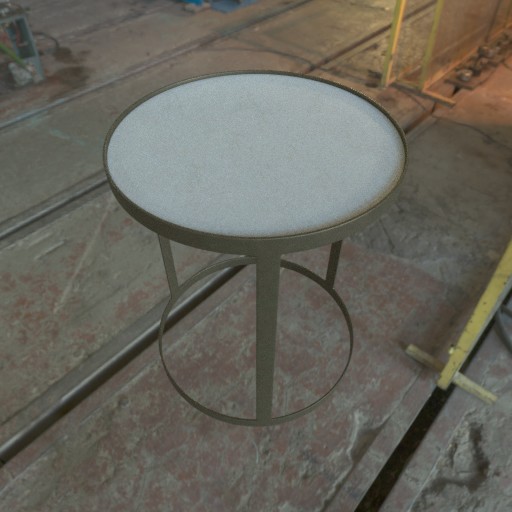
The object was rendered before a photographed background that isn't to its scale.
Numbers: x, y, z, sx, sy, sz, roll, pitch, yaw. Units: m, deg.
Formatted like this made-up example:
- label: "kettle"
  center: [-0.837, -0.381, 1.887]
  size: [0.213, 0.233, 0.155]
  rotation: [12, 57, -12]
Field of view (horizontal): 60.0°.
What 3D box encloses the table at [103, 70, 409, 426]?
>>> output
- label: "table"
  center: [0.000, 0.000, 0.916]
  size: [0.480, 0.565, 0.480]
  rotation: [0, 47, 0]
